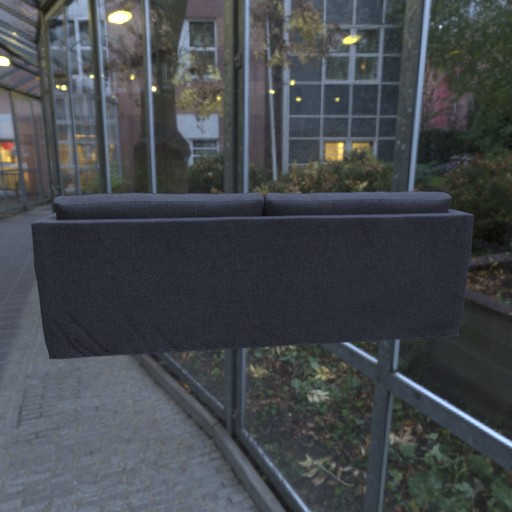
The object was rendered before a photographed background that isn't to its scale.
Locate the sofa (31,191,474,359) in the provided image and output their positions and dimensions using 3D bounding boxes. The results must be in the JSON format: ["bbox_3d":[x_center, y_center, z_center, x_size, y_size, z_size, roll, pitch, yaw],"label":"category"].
[{"bbox_3d":[0.000,0.000,3.268,2.779,0.998,1.036,-2,13,-7],"label":"sofa"}]
